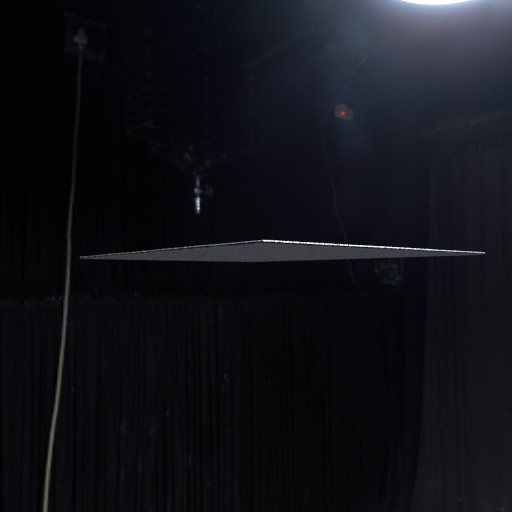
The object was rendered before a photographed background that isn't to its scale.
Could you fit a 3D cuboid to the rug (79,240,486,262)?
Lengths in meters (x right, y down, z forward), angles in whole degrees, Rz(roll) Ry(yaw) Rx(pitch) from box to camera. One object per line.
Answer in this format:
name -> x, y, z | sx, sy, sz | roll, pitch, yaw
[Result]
rug -> 0.000, 0.000, 2.988 | 1.676, 0.013, 2.261 | 2, -3, -37
